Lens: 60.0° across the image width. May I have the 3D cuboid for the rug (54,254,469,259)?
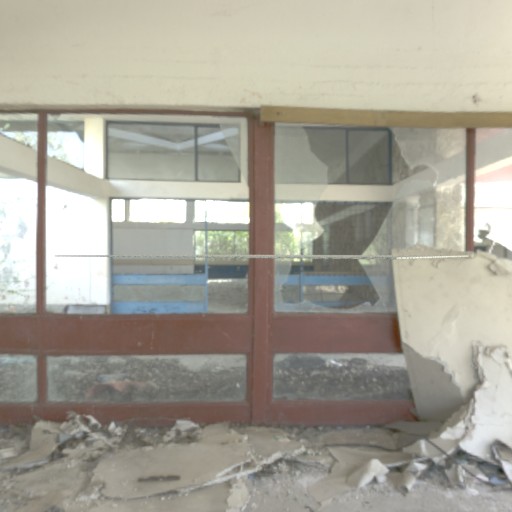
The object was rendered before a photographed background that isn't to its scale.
[{"bbox_3d":[0.000,0.000,3.075,2.441,0.008,1.526,0,0,35],"label":"rug"}]
